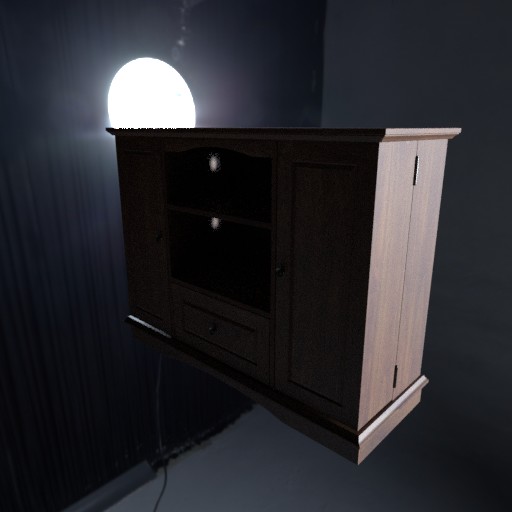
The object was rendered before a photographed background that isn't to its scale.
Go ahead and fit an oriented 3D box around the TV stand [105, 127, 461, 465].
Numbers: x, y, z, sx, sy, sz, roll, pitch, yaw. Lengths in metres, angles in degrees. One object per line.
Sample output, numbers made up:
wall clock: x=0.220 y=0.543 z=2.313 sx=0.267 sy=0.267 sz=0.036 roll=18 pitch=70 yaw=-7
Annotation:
TV stand: x=0.000 y=0.000 z=1.462 sx=1.067 sy=0.813 sz=0.406 roll=15 pitch=22 yaw=41
